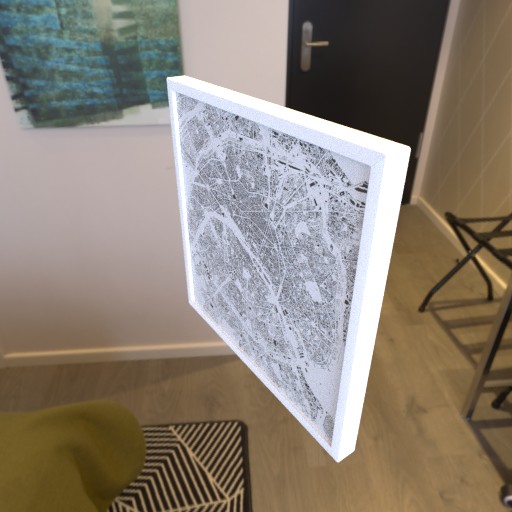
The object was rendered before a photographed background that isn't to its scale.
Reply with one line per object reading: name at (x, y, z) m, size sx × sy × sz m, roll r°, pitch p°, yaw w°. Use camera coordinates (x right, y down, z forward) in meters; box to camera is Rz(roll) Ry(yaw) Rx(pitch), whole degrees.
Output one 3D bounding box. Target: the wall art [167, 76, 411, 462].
wall art at (0.000, 0.000, 0.760) m, size 0.038 × 0.508 × 0.508 m, roll -20°, pitch 37°, yaw -29°
